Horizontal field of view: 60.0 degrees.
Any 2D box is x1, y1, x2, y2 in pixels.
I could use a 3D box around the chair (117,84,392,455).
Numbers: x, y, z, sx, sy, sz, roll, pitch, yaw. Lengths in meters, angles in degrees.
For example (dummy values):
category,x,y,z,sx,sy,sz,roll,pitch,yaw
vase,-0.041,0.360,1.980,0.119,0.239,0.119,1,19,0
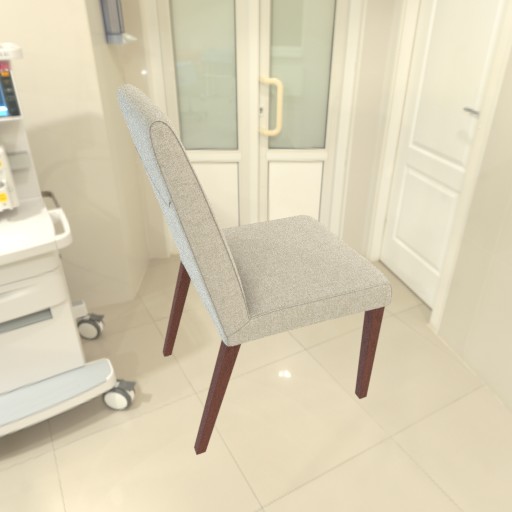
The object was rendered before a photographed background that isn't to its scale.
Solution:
category,x,y,z,sx,sy,sz,roll,pitch,yaw
chair,0.000,0.000,1.235,0.594,0.900,0.480,-11,31,-19
